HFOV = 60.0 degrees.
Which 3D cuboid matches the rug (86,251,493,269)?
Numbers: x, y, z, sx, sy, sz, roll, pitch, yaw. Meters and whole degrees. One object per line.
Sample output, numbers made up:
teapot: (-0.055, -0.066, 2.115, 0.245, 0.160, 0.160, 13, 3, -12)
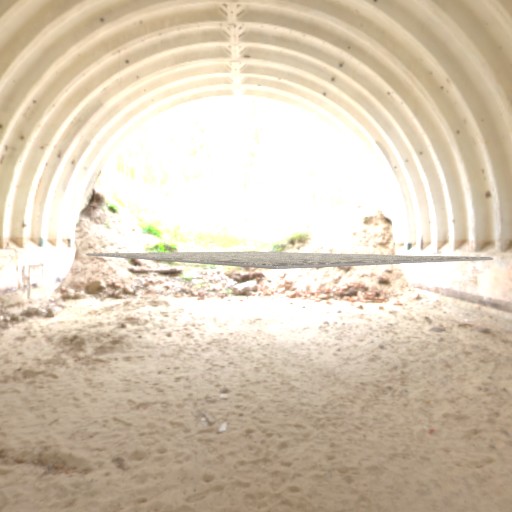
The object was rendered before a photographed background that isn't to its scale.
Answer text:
rug: (0.000, 0.000, 3.450, 1.819, 0.018, 2.746, -1, 2, -36)
